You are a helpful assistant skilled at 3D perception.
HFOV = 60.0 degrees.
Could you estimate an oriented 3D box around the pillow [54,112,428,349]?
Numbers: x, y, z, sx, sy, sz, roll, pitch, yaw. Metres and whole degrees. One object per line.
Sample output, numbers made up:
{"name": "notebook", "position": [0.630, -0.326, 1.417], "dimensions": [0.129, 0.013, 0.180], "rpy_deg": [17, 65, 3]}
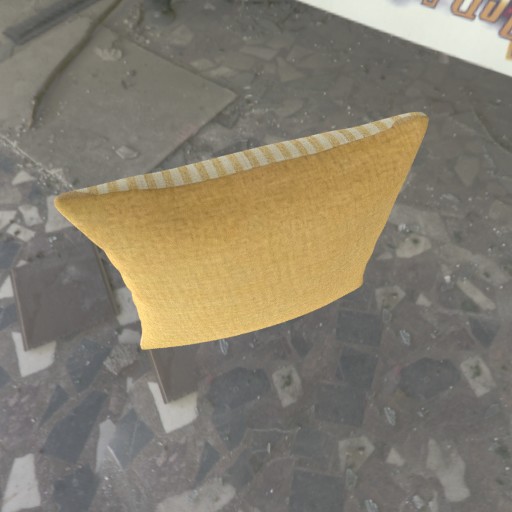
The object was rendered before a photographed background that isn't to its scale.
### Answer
{"name": "pillow", "position": [0.000, 0.000, 0.635], "dimensions": [0.419, 0.407, 0.173], "rpy_deg": [-15, 59, -9]}
